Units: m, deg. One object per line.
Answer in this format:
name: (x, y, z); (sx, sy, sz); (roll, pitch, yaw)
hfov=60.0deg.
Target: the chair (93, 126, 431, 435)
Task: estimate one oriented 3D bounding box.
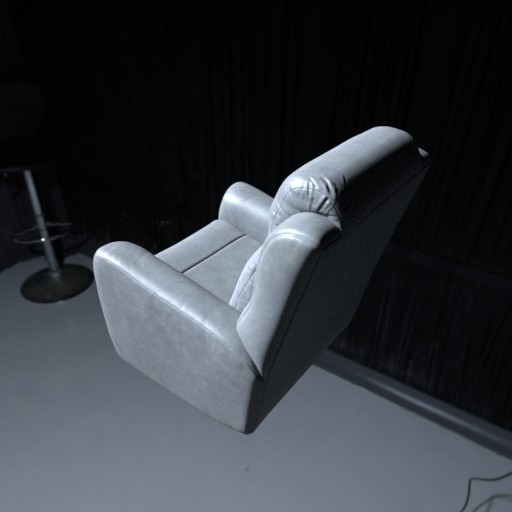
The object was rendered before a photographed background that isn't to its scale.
chair: (0.000, 0.000, 1.892); (1.068, 1.116, 0.967); (22, 38, 31)
